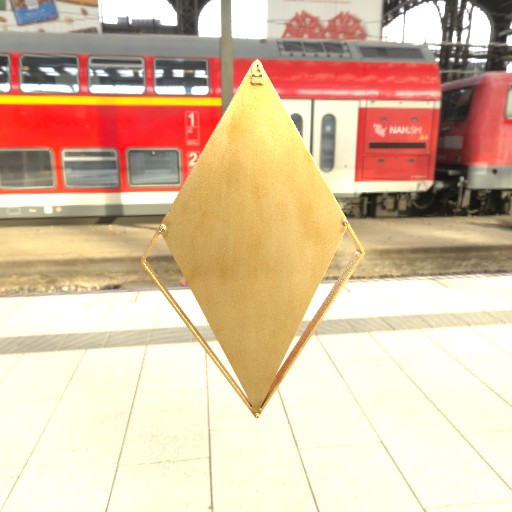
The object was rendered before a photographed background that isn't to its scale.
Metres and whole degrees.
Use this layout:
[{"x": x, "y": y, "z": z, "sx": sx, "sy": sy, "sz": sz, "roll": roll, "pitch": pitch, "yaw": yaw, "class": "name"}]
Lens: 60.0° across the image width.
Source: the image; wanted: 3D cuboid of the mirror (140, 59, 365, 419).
[{"x": 0.000, "y": 0.000, "z": 0.828, "sx": 0.419, "sy": 0.679, "sz": 0.032, "roll": -2, "pitch": 15, "yaw": -9, "class": "mirror"}]
